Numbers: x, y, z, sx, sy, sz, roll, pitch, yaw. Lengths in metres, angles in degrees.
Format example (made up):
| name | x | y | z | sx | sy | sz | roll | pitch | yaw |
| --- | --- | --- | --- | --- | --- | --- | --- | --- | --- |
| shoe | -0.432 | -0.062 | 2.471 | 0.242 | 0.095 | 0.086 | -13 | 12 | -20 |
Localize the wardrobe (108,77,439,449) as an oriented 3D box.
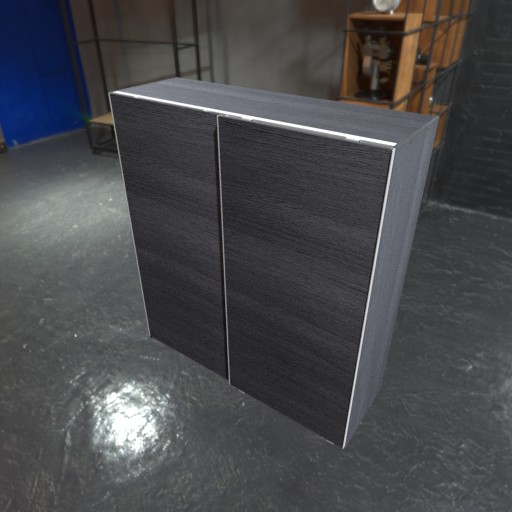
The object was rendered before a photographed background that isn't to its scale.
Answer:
| name | x | y | z | sx | sy | sz | roll | pitch | yaw |
| --- | --- | --- | --- | --- | --- | --- | --- | --- | --- |
| wardrobe | 0.000 | 0.000 | 2.926 | 1.780 | 1.960 | 0.629 | 21 | 37 | 29 |
